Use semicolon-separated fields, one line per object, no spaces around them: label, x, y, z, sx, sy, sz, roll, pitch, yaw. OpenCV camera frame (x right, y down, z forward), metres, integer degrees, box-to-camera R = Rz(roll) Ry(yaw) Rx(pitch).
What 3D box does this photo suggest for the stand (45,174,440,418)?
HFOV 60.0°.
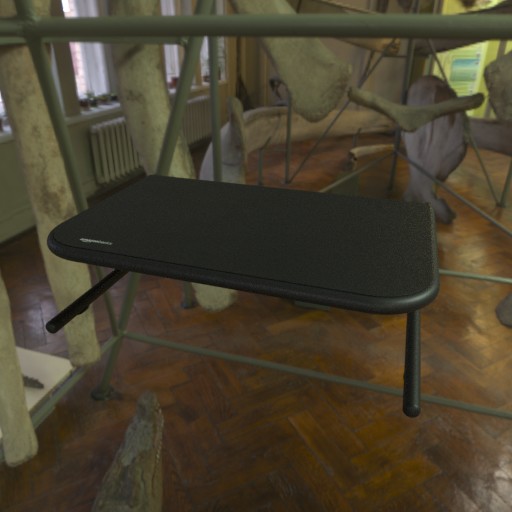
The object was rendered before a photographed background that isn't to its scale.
stand;0.000;0.000;0.503;0.370;0.108;0.280;9;28;16
